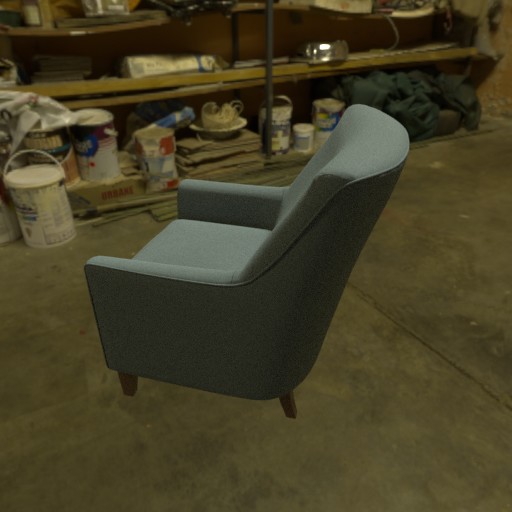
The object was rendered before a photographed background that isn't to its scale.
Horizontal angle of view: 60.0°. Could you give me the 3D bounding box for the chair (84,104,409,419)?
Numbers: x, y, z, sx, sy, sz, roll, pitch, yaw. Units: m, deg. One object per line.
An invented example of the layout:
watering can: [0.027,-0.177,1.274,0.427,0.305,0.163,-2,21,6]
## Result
chair: [0.000,0.000,1.544,0.879,0.916,0.756,8,31,13]
